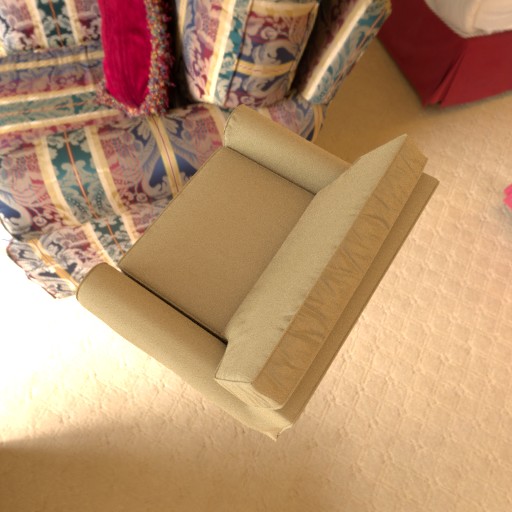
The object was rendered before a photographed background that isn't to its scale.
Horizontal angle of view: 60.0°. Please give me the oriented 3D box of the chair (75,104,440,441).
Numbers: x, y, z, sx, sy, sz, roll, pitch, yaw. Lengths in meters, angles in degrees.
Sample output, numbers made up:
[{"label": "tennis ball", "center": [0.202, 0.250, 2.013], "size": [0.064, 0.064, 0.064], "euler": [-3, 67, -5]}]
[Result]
[{"label": "chair", "center": [0.000, 0.000, 1.762], "size": [0.903, 0.937, 1.096], "euler": [32, 69, 13]}]
